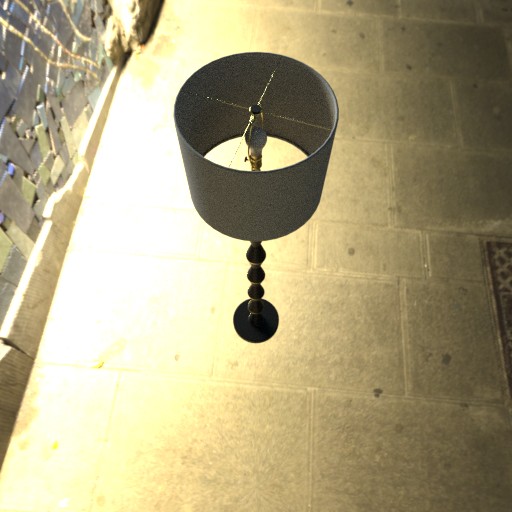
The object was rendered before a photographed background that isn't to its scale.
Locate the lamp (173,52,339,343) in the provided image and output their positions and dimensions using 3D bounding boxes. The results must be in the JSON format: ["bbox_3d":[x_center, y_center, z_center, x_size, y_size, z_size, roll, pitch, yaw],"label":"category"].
[{"bbox_3d":[0.000,0.000,1.674,0.381,1.480,0.381,17,64,9],"label":"lamp"}]
